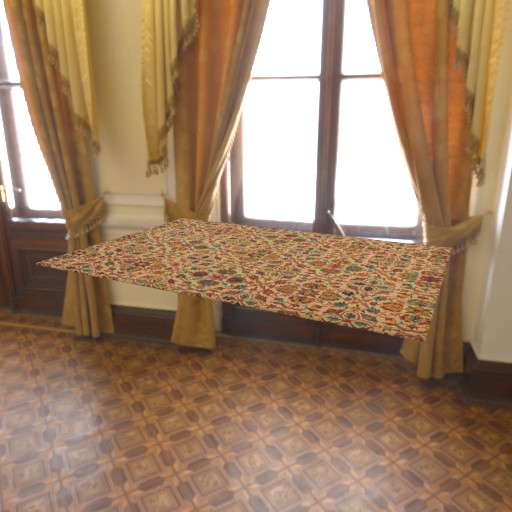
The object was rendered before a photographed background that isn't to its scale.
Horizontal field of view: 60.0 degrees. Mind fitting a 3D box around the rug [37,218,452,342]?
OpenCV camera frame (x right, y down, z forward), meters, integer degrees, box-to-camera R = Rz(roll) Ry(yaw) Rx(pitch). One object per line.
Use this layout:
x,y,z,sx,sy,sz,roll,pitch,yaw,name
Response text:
0.000,0.000,2.928,2.297,0.018,1.541,8,18,25,rug
